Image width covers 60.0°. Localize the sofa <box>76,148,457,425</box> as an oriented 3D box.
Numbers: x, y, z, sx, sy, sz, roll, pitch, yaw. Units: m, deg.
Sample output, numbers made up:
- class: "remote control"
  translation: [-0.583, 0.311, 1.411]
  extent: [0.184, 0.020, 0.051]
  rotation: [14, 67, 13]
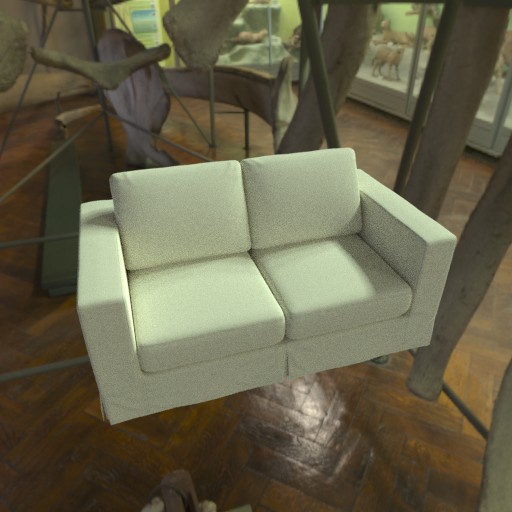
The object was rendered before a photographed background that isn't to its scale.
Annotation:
- class: "sofa"
  translation: [0.000, 0.000, 2.459]
  extent: [1.813, 0.932, 1.009]
  rotation: [-10, 33, -15]
